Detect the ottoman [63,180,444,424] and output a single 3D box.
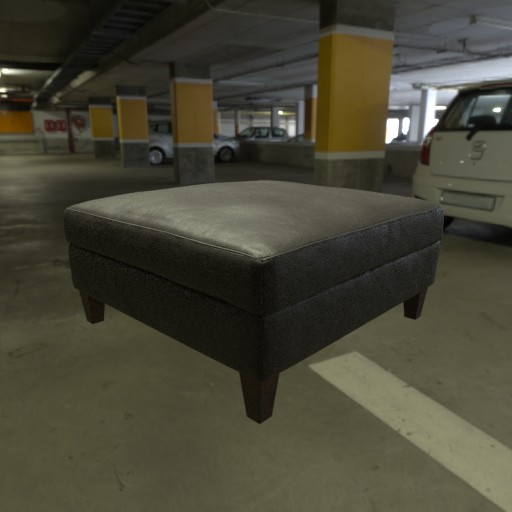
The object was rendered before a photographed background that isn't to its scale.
[{"bbox_3d":[0.000,0.000,1.360,0.836,0.415,0.844,14,21,42],"label":"ottoman"}]
